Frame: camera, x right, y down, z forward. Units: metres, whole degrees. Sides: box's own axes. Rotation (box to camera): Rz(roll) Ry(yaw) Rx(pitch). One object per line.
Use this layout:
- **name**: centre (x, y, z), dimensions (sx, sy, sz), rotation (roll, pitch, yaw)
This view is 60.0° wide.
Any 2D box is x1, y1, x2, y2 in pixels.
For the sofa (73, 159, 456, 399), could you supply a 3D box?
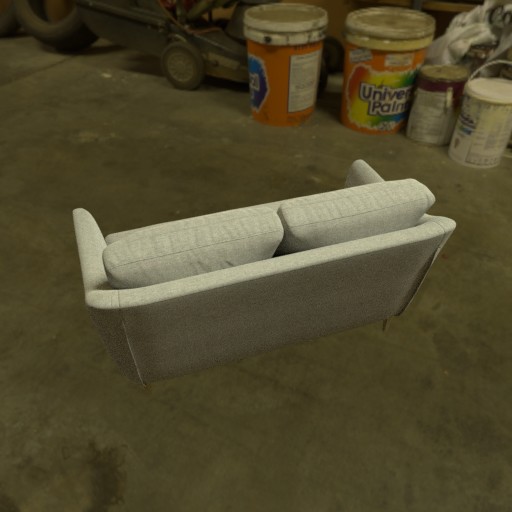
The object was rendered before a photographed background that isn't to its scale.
- **sofa**: centre (0.000, 0.000, 2.156), dimensions (1.619, 0.904, 0.960), rotation (-12, 42, -14)
